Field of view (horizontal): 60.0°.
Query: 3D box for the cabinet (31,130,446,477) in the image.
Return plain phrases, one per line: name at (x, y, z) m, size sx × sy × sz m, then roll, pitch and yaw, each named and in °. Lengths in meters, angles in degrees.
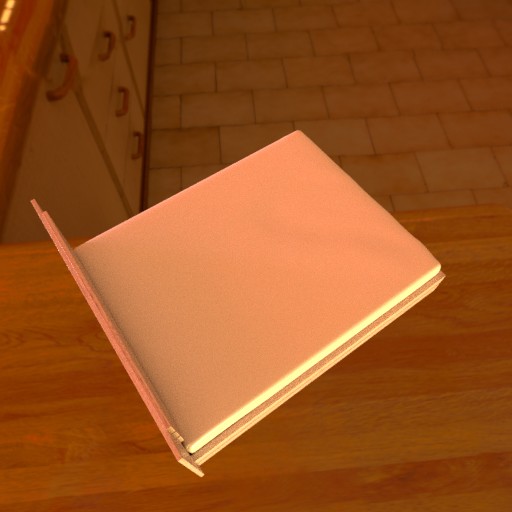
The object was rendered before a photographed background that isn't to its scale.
cabinet at (0.000, 0.000, 3.011) m, size 2.080 × 0.970 × 1.750 m, roll -32°, pitch 65°, yaw -17°
